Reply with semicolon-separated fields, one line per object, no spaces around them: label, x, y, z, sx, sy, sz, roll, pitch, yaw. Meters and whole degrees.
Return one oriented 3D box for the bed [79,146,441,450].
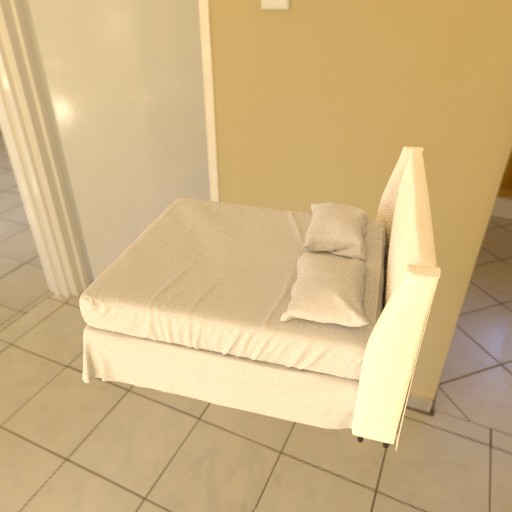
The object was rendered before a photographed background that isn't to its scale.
bed;0.000;0.000;3.366;2.276;1.332;1.925;8;33;13
